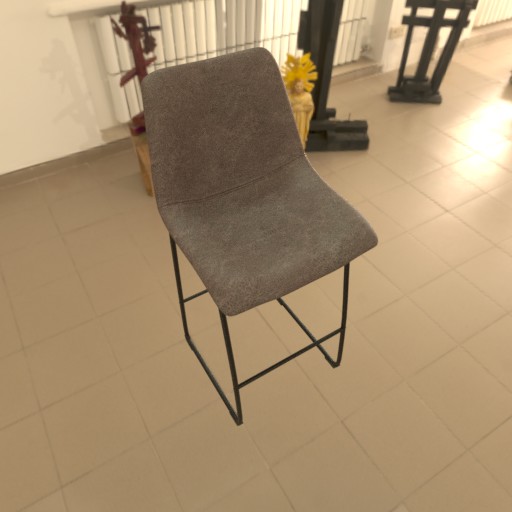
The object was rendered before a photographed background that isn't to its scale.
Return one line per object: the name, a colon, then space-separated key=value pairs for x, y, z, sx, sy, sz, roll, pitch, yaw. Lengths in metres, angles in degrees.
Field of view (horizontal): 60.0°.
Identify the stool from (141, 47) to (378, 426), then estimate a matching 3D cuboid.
stool: x=0.000 y=0.000 z=1.431 sx=0.514 sy=1.082 sz=0.561 roll=-24 pitch=50 yaw=-22
